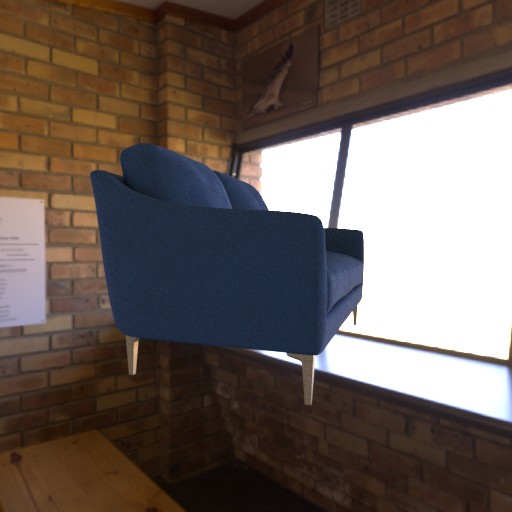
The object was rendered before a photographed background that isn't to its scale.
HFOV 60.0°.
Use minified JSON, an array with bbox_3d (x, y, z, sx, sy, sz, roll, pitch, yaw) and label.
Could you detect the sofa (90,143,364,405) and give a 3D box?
[{"bbox_3d":[0.000,0.000,2.227,0.960,0.902,1.619,0,1,18],"label":"sofa"}]
